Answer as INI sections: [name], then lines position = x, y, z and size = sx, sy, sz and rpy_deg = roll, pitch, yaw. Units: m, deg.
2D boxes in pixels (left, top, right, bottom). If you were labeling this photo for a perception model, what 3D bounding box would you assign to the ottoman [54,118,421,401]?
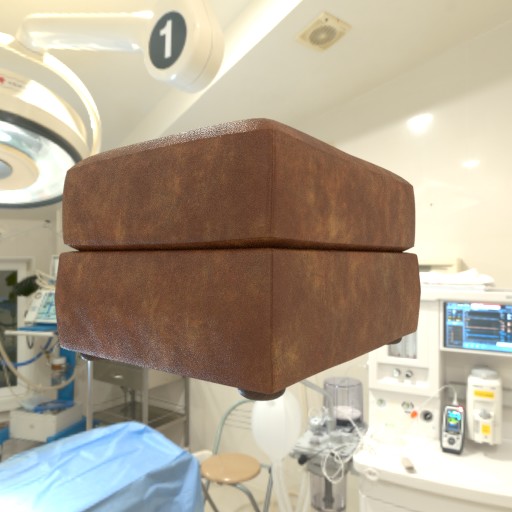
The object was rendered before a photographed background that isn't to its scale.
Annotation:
[ottoman]
position = 0.000, 0.000, 1.108
size = 0.603, 0.476, 0.751
rpy_deg = 0, 0, 37
